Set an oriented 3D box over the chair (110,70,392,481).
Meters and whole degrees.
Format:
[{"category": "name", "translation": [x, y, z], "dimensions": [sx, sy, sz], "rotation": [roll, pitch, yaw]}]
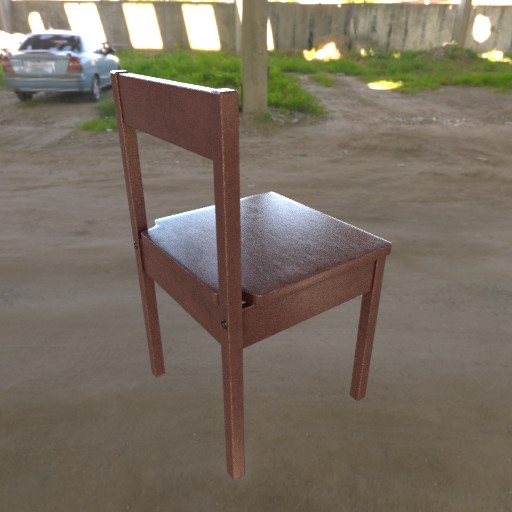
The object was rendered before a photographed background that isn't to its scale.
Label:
[{"category": "chair", "translation": [0.000, 0.000, 0.871], "dimensions": [0.361, 0.668, 0.367], "rotation": [-18, 32, -32]}]
